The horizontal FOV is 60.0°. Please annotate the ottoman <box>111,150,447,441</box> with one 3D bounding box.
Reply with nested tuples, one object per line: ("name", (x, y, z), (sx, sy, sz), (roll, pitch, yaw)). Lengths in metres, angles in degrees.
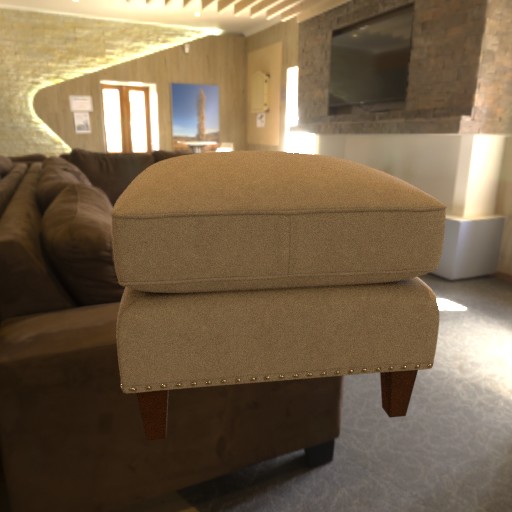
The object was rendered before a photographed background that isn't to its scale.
("ottoman", (0.000, 0.000, 1.113), (0.584, 0.513, 0.741), (-2, 15, -8))
